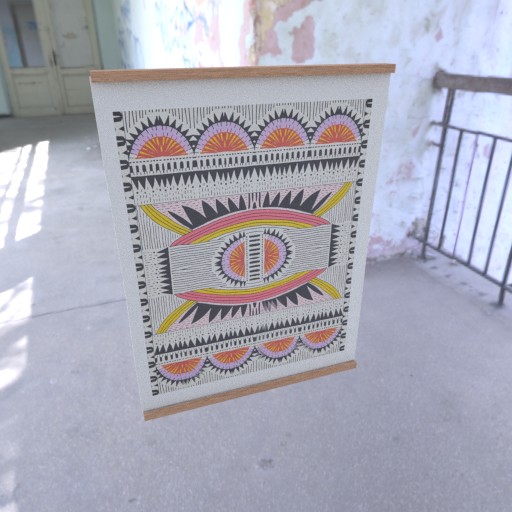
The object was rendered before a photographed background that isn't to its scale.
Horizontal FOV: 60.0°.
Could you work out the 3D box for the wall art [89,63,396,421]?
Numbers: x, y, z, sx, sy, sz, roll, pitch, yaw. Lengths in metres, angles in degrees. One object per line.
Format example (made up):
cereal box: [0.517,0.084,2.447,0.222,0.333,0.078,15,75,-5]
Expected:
wall art: [0.000,0.000,0.775,0.456,0.609,0.028,-9,28,-17]
